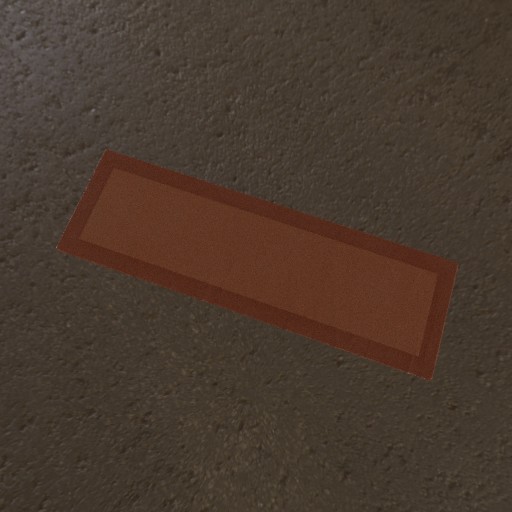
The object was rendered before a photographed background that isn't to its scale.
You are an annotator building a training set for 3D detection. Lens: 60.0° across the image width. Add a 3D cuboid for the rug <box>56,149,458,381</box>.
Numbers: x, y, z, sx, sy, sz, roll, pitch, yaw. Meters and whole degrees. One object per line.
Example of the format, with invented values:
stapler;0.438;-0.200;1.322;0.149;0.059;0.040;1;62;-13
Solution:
rug;0.000;0.000;2.789;2.471;0.013;0.914;15;74;4
